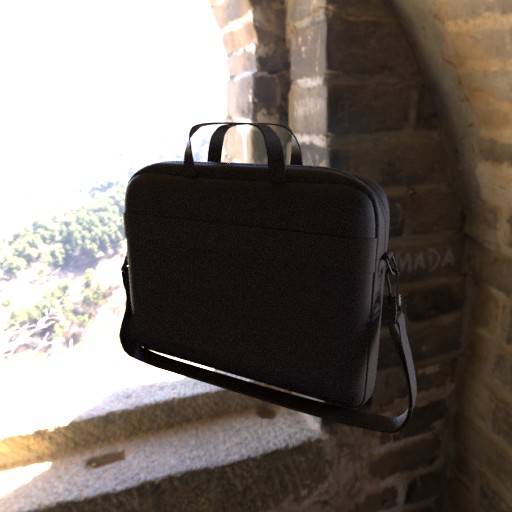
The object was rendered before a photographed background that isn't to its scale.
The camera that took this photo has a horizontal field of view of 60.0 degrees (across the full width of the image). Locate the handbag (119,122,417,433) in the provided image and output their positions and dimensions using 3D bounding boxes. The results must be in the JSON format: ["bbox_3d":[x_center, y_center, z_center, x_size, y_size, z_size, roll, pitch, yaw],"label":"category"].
[{"bbox_3d":[0.000,0.000,0.574,0.429,0.330,0.126,8,18,27],"label":"handbag"}]
